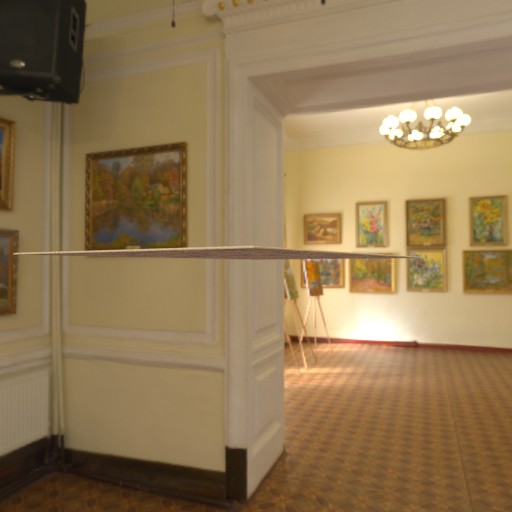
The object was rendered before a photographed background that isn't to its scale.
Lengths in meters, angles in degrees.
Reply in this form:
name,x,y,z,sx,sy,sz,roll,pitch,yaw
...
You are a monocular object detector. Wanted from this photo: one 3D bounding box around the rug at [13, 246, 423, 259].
name,x,y,z,sx,sy,sz,roll,pitch,yaw
rug,0.000,0.000,2.829,1.522,0.008,2.284,-1,-2,34
